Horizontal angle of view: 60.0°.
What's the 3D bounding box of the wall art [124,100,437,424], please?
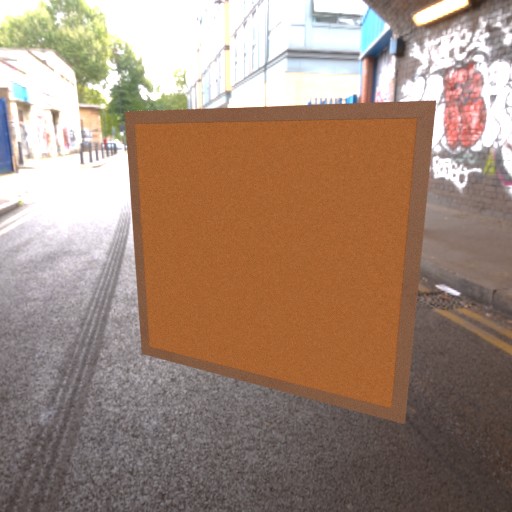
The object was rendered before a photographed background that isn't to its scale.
[{"bbox_3d":[0.000,0.000,1.670,1.168,1.067,0.025,7,16,26],"label":"wall art"}]
